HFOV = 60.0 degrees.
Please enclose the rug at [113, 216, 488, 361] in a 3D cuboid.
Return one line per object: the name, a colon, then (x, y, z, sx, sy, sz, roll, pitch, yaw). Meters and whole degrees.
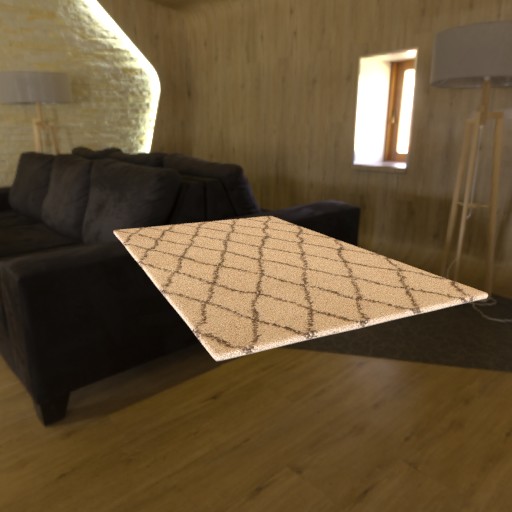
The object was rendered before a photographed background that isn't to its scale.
rug: (0.000, 0.000, 3.042, 1.524, 0.030, 2.438, -8, 17, -25)
